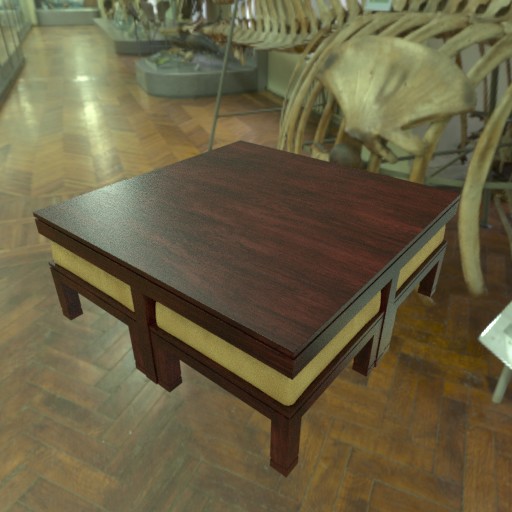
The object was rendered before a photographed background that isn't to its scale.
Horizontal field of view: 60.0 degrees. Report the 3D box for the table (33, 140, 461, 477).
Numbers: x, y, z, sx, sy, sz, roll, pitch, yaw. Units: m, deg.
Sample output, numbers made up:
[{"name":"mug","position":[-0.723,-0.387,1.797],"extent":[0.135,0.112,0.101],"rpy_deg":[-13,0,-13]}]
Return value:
[{"name":"table","position":[0.000,0.000,1.352],"extent":[0.865,0.356,0.865],"rpy_deg":[23,38,33]}]
